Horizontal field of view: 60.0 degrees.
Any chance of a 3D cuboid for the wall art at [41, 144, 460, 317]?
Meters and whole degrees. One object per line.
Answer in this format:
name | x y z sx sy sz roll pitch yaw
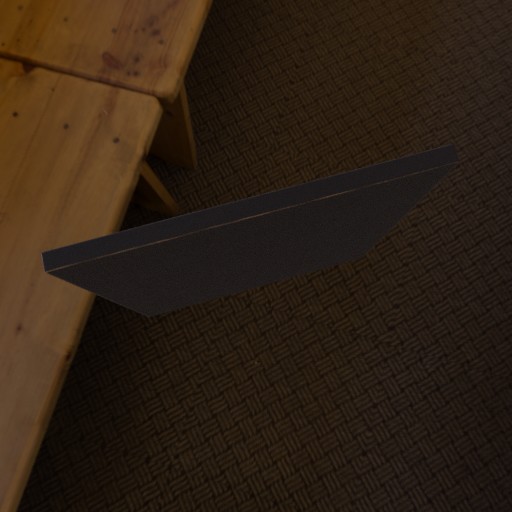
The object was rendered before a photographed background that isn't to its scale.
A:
wall art | 0.000 0.000 0.461 0.304 0.303 0.015 -15 77 -4
